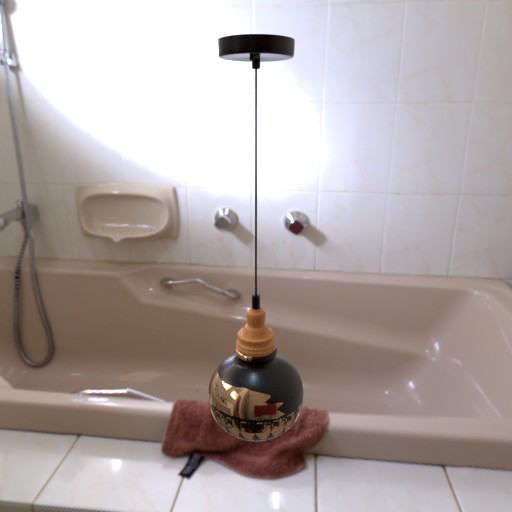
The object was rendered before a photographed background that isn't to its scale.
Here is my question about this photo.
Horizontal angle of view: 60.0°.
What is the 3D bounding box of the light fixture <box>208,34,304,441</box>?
[{"bbox_3d":[0.000,0.000,1.819,0.430,1.606,0.430,3,18,9],"label":"light fixture"}]
